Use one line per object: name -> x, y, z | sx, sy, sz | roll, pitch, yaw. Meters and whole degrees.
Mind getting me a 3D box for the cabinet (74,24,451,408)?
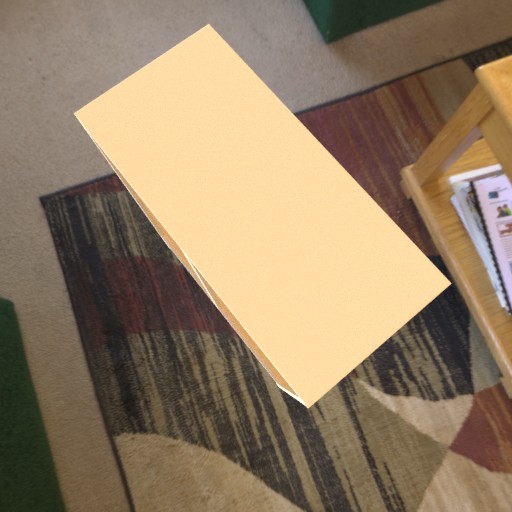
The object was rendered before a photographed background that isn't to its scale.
cabinet -> 0.000, 0.000, 1.098 | 0.296, 0.815, 0.600 | -38, 79, -9
